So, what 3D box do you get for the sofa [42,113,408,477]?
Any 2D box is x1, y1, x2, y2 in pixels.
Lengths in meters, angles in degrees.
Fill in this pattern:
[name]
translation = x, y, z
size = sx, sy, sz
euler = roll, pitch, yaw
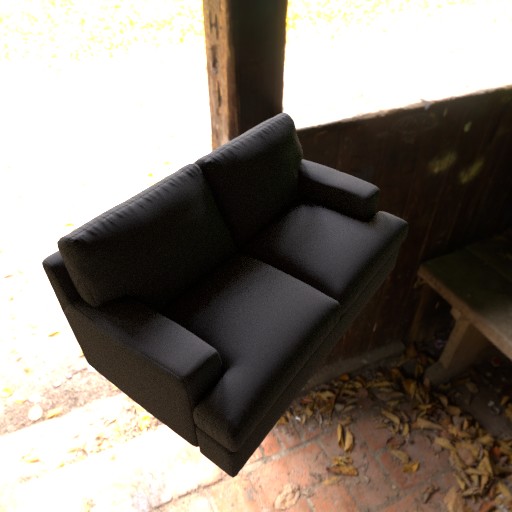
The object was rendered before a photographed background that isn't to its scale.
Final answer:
[sofa]
translation = 0.000, 0.000, 2.511
size = 1.143, 0.940, 1.880
euler = 26, 46, 27
